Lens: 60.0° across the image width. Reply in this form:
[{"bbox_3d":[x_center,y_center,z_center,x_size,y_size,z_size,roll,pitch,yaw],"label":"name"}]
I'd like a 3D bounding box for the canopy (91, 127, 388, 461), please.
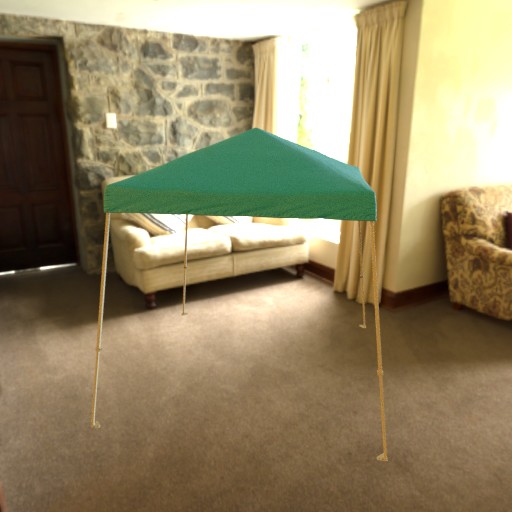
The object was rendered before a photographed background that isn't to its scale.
[{"bbox_3d":[0.000,0.000,5.119,2.849,2.850,2.850,3,16,9],"label":"canopy"}]
